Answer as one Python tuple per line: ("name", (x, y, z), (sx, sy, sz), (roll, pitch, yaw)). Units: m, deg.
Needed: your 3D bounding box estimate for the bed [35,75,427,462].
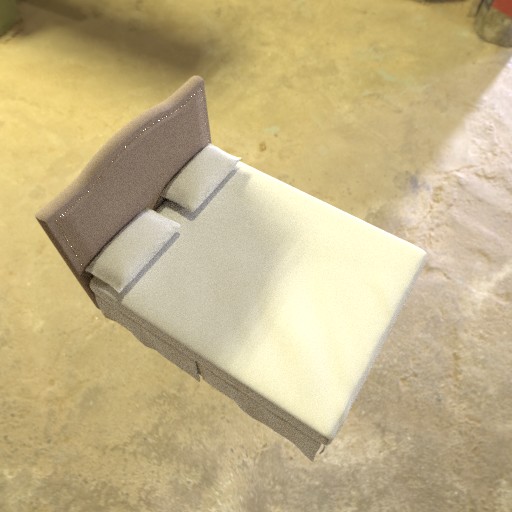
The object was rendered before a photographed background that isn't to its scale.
("bed", (0.000, 0.000, 3.395), (2.282, 1.436, 1.821), (29, 62, 17))
